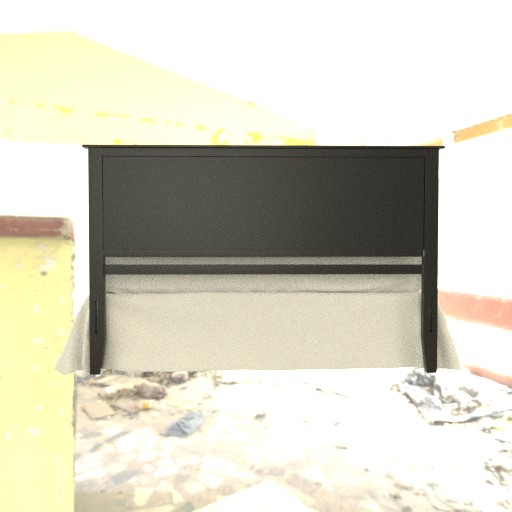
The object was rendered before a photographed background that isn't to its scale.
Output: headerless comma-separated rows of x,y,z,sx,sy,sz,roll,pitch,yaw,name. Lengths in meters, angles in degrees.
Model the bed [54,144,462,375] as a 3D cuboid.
0.000,0.000,3.548,2.315,1.271,2.219,0,1,-1,bed
